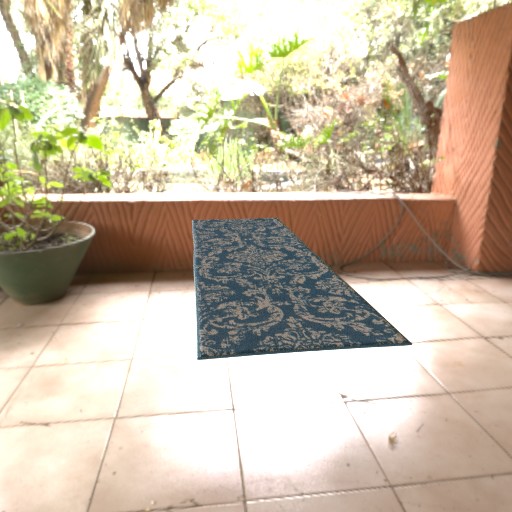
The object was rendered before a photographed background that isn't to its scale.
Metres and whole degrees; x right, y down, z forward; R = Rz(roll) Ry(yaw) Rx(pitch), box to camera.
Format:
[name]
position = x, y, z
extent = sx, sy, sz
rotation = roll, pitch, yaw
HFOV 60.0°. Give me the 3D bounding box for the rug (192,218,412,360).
[rug]
position = 0.000, 0.000, 2.369
extent = 0.662, 0.011, 2.196
rotation = -2, 15, -8
